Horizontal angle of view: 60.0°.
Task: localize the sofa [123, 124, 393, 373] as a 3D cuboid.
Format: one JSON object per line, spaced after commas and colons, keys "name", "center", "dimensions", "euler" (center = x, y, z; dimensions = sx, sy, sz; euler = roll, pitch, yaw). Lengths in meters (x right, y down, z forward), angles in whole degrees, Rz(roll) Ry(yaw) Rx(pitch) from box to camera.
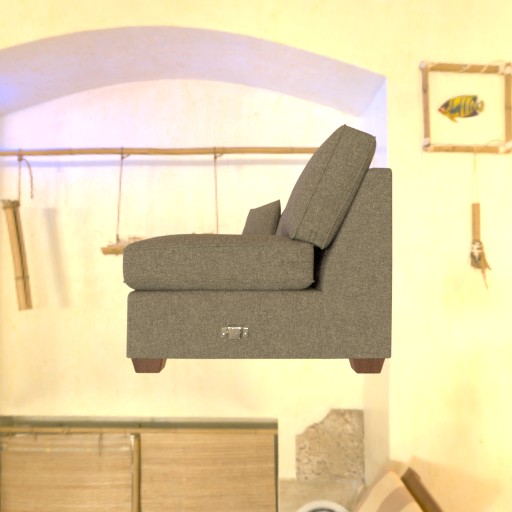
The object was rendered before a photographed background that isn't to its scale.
{"name": "sofa", "center": [0.000, 0.000, 2.607], "dimensions": [1.034, 0.946, 1.963], "euler": [0, -2, 0]}
